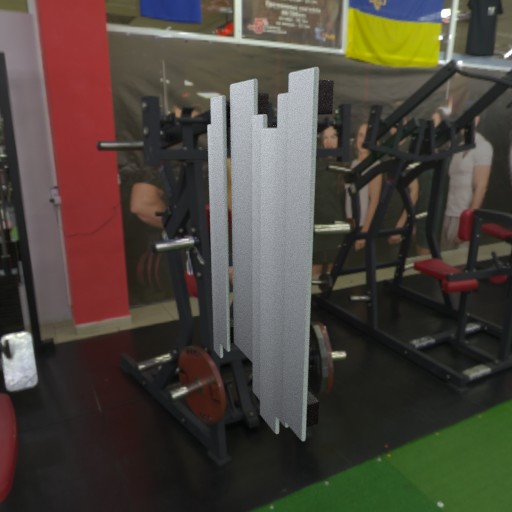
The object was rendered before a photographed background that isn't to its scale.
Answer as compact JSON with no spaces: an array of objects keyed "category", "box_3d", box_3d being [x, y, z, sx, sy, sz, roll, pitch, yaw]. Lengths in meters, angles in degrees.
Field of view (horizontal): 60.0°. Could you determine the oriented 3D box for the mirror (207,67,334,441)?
[{"category":"mirror","box_3d":[0.000,0.000,0.818,0.058,0.611,0.445,-8,18,-25]}]
